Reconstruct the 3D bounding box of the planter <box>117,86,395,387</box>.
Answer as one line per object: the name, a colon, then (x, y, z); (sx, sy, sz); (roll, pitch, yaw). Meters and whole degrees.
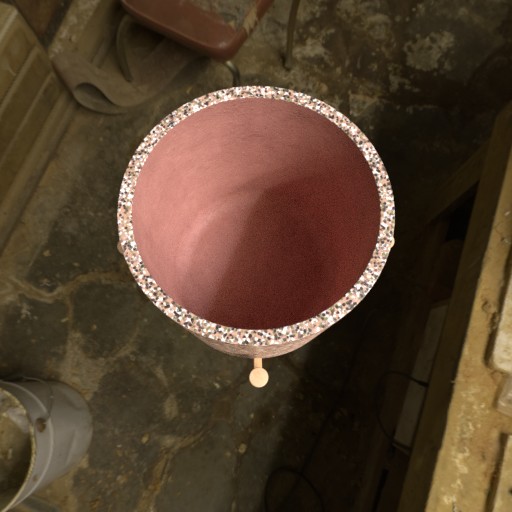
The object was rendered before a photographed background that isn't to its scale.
planter: (0.000, 0.000, 0.686); (0.360, 0.419, 0.360); (21, 75, 6)
